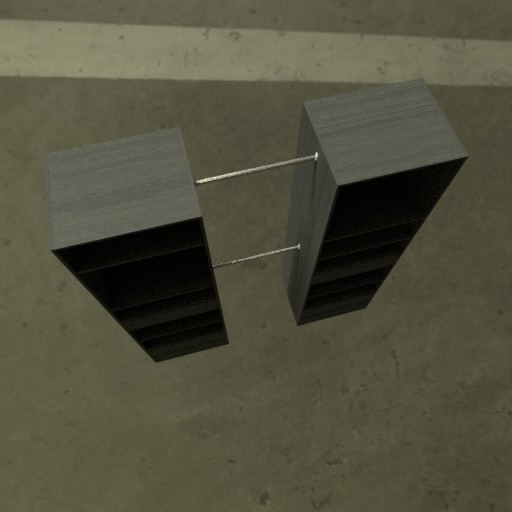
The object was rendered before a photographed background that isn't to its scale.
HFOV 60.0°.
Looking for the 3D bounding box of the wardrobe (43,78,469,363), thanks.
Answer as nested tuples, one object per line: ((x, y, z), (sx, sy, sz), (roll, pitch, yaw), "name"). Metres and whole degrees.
((0.000, 0.000, 2.810), (1.770, 2.000, 0.480), (-13, 65, -6), "wardrobe")
